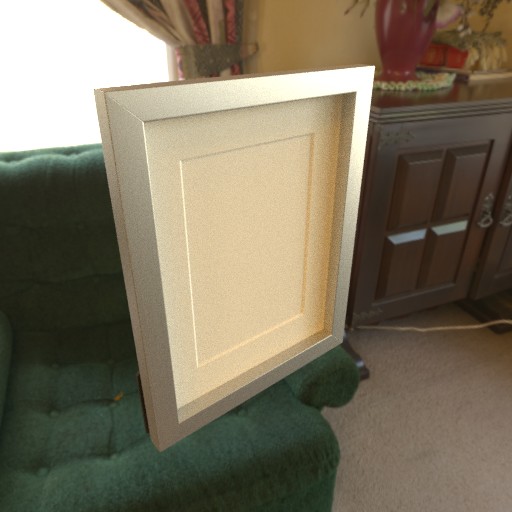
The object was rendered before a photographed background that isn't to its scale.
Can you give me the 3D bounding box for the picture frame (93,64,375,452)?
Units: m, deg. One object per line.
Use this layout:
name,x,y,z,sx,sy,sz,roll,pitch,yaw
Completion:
picture frame,0.000,0.000,0.506,0.307,0.386,0.036,-21,35,-33
